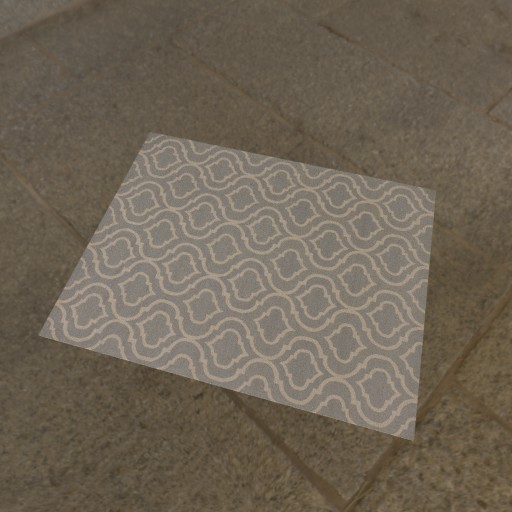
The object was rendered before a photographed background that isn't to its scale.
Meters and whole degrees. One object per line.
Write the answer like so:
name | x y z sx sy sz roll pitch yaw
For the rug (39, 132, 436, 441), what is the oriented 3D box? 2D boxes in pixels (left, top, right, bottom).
rug | 0.000 0.000 3.822 2.892 0.006 2.283 13 60 8
